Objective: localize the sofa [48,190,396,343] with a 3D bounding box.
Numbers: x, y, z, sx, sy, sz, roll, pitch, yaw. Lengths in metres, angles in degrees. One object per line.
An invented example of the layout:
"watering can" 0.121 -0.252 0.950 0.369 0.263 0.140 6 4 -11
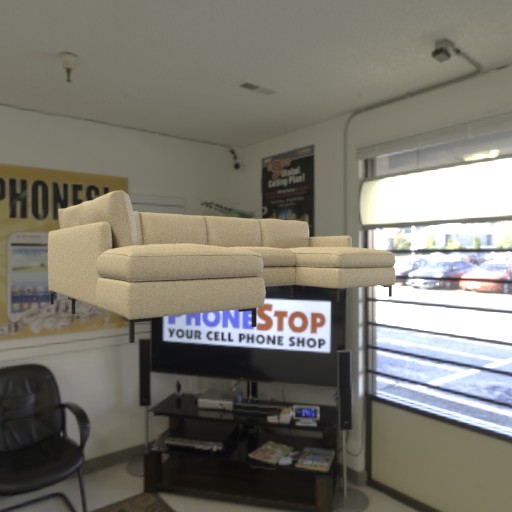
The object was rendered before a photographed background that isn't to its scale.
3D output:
"sofa" 0.000 0.000 3.494 2.737 0.756 1.879 0 1 -36
